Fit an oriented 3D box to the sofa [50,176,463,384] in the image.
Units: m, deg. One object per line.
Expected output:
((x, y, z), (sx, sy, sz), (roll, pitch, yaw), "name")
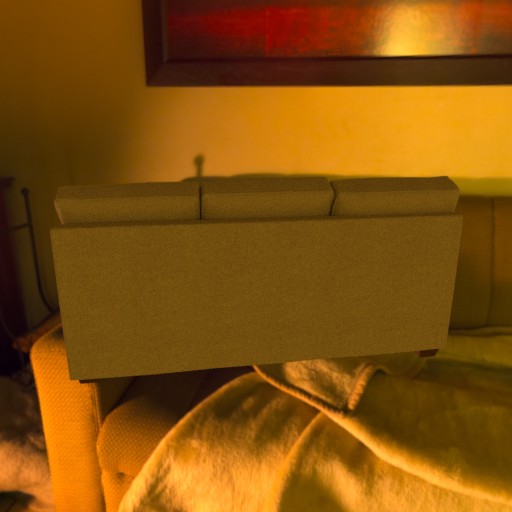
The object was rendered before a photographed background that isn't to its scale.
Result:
((0.000, 0.000, 2.778), (2.092, 1.036, 1.127), (-3, 16, -10), "sofa")
